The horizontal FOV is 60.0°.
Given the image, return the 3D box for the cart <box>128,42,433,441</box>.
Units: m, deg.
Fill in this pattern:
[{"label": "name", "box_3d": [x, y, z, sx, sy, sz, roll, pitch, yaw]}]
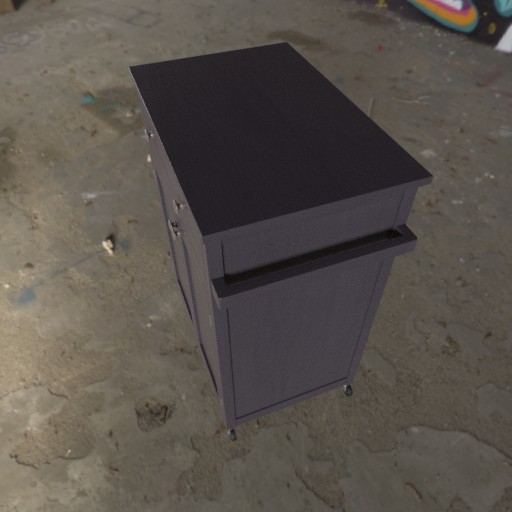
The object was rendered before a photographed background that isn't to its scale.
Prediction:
[{"label": "cart", "box_3d": [0.000, 0.000, 1.272, 0.449, 0.878, 0.690, -16, 49, -14]}]
